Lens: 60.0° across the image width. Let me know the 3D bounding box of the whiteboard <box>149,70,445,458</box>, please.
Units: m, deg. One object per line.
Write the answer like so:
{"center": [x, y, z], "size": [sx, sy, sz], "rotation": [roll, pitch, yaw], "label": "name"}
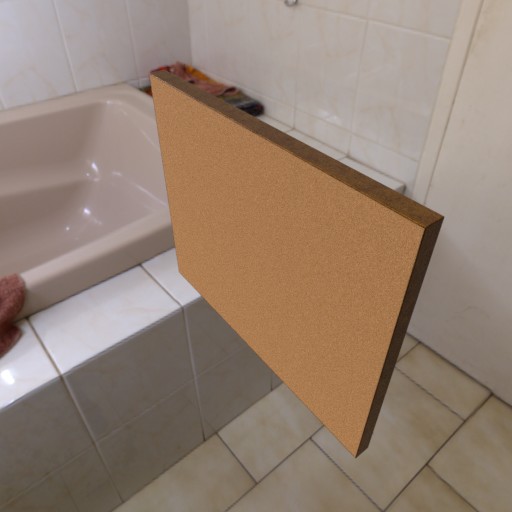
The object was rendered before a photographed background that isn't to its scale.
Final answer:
{"center": [0.000, 0.000, 0.739], "size": [0.029, 0.457, 0.561], "rotation": [-26, 47, -28], "label": "whiteboard"}
